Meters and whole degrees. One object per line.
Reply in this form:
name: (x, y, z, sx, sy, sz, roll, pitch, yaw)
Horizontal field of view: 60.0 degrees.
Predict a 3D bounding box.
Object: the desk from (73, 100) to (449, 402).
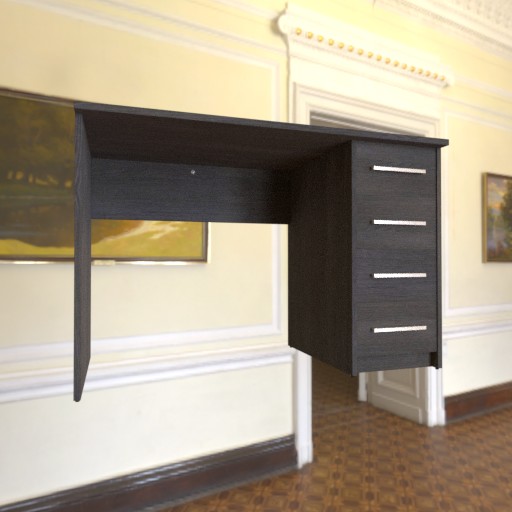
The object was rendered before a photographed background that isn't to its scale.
desk: (0.000, 0.000, 1.486, 1.096, 0.730, 0.560, 0, -1, -18)
